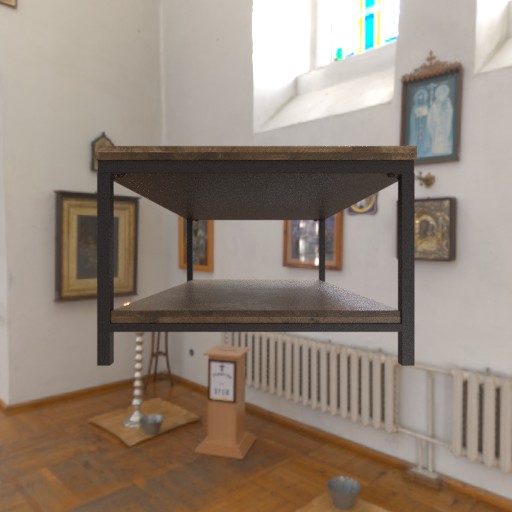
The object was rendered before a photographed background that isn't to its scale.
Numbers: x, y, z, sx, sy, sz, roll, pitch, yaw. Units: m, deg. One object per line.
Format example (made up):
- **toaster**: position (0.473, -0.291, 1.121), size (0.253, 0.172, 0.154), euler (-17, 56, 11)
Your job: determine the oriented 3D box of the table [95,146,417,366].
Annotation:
- **table**: position (0.000, 0.000, 1.321), size (0.574, 0.393, 1.062), euler (0, 0, 0)
